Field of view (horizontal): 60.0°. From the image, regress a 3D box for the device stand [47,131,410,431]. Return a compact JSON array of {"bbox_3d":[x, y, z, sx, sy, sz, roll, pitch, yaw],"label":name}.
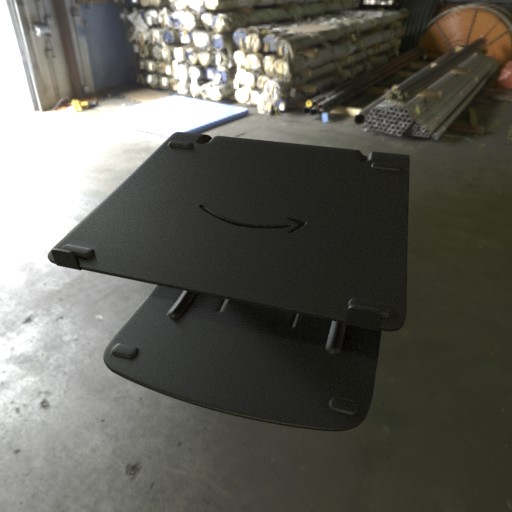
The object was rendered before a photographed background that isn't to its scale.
[{"bbox_3d":[0.000,0.000,0.405,0.256,0.155,0.236,10,34,15],"label":"device stand"}]
